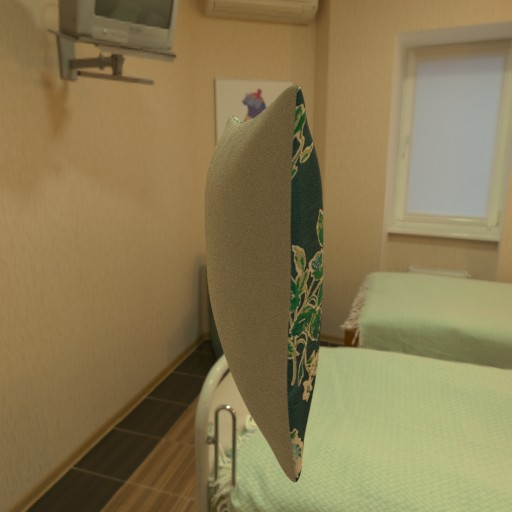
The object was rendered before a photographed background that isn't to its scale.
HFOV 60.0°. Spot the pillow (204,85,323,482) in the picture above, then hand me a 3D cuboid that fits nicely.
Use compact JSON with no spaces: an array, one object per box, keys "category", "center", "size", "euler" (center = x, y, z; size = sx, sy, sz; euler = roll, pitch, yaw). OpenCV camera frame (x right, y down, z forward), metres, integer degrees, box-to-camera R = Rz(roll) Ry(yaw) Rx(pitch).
[{"category":"pillow","center":[0.000,0.000,0.786],"size":[0.166,0.508,0.525],"euler":[-3,14,-10]}]
